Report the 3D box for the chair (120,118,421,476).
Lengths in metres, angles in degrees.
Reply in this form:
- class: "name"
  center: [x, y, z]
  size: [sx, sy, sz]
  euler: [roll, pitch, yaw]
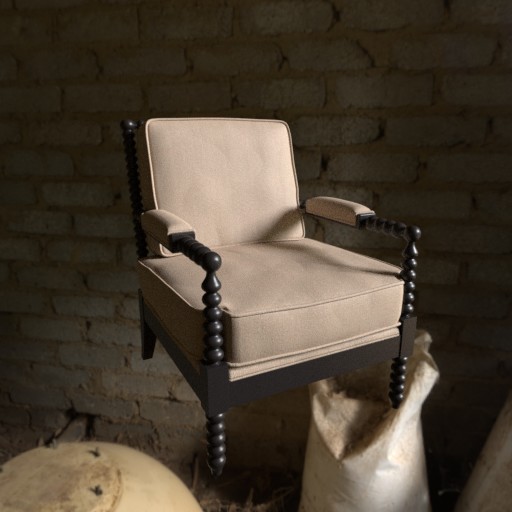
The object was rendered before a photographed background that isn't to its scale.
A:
- class: "chair"
  center: [0.000, 0.000, 1.161]
  size: [0.555, 0.703, 0.657]
  euler: [-8, 17, -26]
